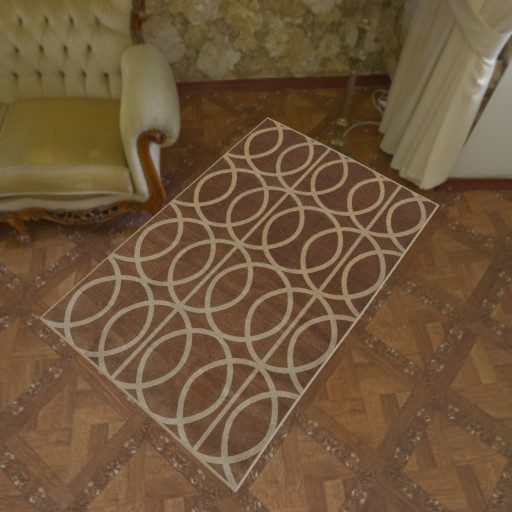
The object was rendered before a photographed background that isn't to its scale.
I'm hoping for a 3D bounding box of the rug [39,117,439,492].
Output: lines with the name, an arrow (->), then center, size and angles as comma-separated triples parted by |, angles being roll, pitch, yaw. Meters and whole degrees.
rug -> 0.000, 0.000, 2.899 | 1.528, 0.014, 2.294 | 33, 63, 20
